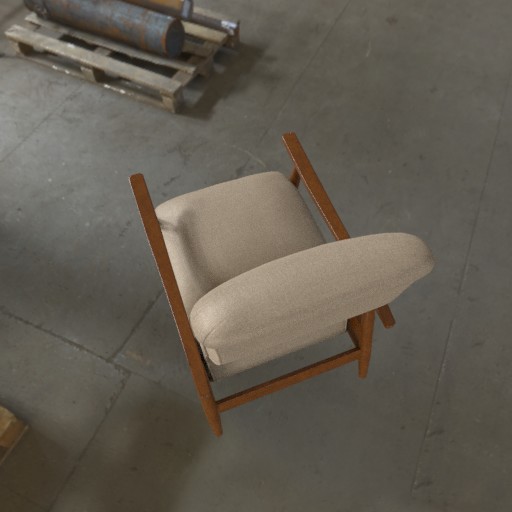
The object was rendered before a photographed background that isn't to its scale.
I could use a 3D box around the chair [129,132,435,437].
[{"bbox_3d":[0.000,0.000,1.756,0.762,1.082,1.032,-18,59,-11],"label":"chair"}]
